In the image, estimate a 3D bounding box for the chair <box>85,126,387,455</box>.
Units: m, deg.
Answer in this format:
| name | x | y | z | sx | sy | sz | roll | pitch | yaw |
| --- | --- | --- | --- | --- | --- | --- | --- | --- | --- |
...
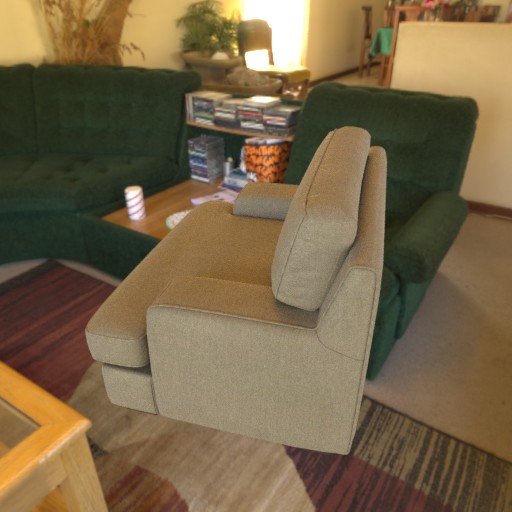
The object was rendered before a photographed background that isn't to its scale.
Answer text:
| name | x | y | z | sx | sy | sz | roll | pitch | yaw |
| --- | --- | --- | --- | --- | --- | --- | --- | --- | --- |
| chair | 0.000 | 0.000 | 1.991 | 1.043 | 0.974 | 1.270 | 8 | 31 | 13 |
